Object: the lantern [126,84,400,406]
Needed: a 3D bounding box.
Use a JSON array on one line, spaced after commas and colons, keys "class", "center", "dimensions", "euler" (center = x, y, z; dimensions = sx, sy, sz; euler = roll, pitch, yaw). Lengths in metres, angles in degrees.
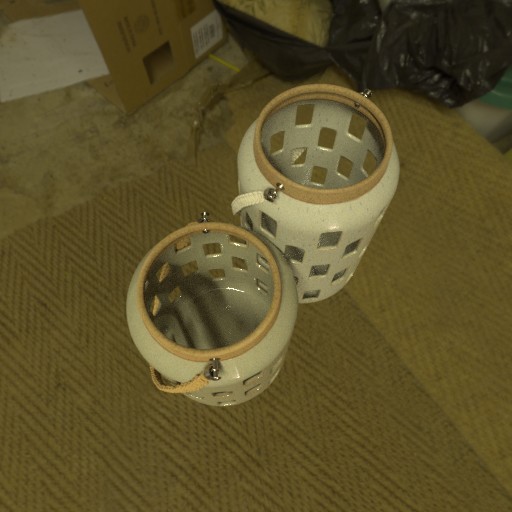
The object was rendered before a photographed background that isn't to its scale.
[{"class": "lantern", "center": [0.000, 0.000, 0.499], "dimensions": [0.184, 0.255, 0.347], "euler": [36, 70, 15]}]
